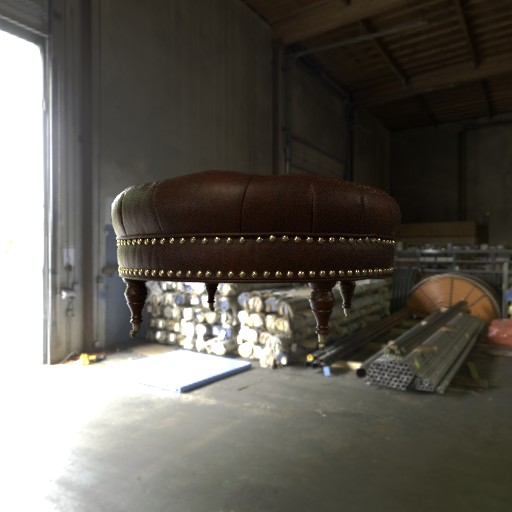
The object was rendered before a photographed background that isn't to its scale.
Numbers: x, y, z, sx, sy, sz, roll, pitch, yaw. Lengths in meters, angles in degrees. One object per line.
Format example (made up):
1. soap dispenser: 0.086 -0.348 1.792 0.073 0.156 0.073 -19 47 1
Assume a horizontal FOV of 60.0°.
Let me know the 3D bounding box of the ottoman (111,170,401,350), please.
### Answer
1. ottoman: 0.000 0.000 1.432 0.901 0.455 0.901 0 1 0
